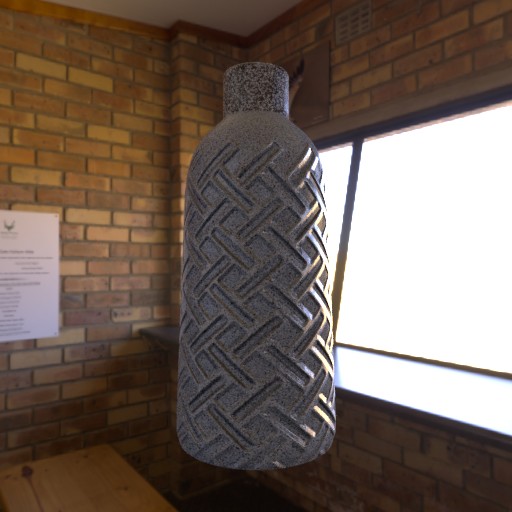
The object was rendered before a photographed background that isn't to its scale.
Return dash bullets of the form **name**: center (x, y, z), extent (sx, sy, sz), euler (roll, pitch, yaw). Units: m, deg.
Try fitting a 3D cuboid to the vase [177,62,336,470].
- **vase**: center (0.000, 0.000, 0.346), extent (0.122, 0.282, 0.122), euler (0, -1, 0)
